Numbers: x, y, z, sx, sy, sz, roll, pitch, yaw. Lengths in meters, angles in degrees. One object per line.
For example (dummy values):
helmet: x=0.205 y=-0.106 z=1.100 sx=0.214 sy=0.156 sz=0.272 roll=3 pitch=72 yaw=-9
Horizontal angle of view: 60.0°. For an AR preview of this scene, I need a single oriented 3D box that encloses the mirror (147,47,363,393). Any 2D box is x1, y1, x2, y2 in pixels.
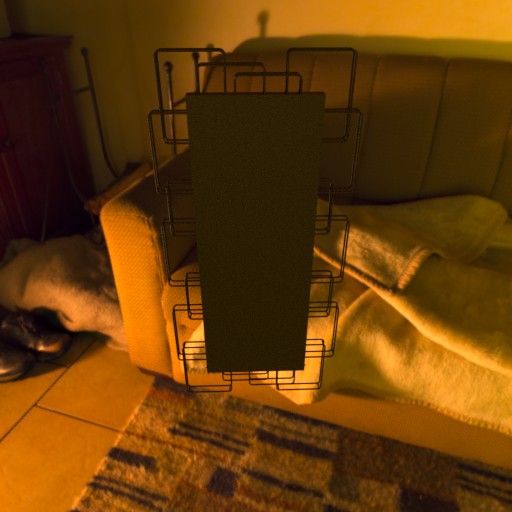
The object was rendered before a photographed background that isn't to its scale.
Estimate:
mirror: x=0.000 y=0.000 z=1.397 sx=0.565 sy=1.192 sz=0.037 roll=-1 pitch=31 yaw=-2
